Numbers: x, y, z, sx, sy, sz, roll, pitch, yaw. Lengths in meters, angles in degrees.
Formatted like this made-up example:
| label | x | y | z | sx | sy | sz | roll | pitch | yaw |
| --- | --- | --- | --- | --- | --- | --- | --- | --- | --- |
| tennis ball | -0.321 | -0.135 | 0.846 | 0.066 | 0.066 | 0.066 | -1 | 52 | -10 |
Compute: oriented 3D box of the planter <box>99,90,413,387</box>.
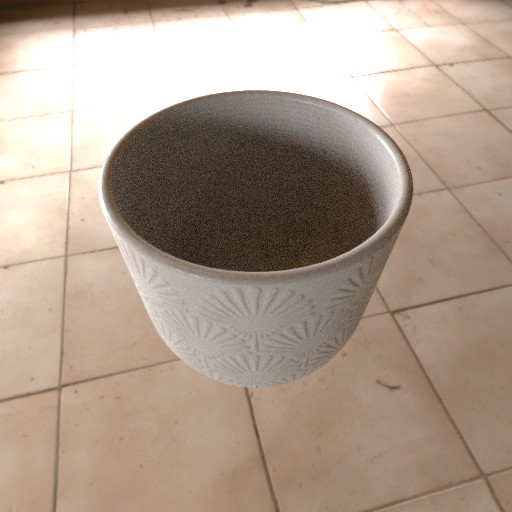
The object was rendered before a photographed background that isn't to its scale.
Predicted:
| label | x | y | z | sx | sy | sz | roll | pitch | yaw |
| --- | --- | --- | --- | --- | --- | --- | --- | --- | --- |
| planter | 0.000 | 0.000 | 0.299 | 0.170 | 0.152 | 0.170 | 0 | 48 | 0 |
